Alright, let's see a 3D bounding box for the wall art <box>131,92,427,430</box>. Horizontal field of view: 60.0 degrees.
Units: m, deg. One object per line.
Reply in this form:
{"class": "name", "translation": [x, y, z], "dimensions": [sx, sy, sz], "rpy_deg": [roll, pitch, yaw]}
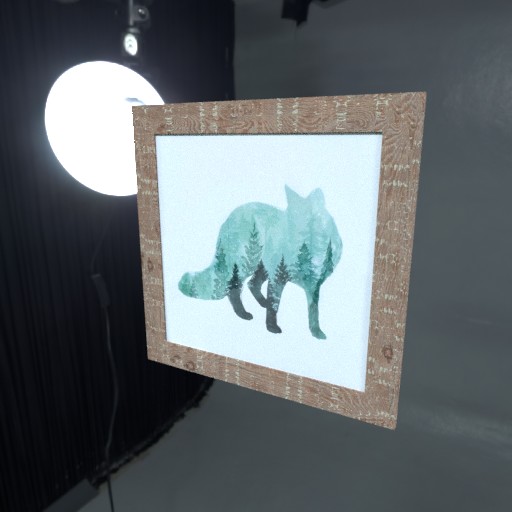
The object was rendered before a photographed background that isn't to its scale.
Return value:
{"class": "wall art", "translation": [0.000, 0.000, 0.578], "dimensions": [0.384, 0.384, 0.012], "rpy_deg": [8, 16, 27]}
